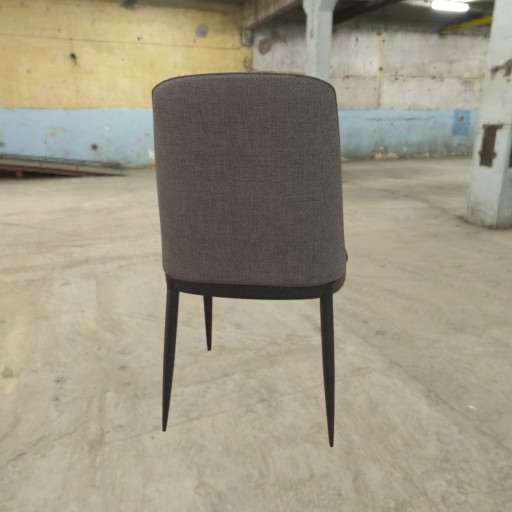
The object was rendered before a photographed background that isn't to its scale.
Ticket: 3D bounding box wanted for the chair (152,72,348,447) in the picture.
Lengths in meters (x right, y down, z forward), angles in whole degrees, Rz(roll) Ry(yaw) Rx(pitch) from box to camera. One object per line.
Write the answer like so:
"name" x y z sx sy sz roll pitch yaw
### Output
"chair" 0.000 0.000 1.183 0.488 0.855 0.550 2 16 7
